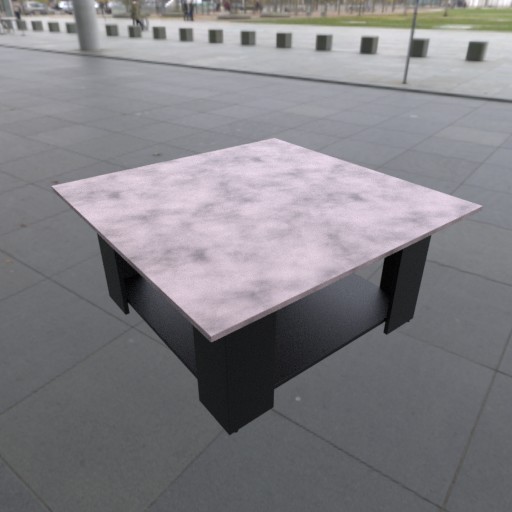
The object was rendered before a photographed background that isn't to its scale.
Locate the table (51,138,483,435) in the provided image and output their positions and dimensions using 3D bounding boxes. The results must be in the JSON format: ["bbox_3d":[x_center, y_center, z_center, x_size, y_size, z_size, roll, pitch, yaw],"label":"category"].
[{"bbox_3d":[0.000,0.000,1.043,0.670,0.305,0.670,-21,36,-32],"label":"table"}]
